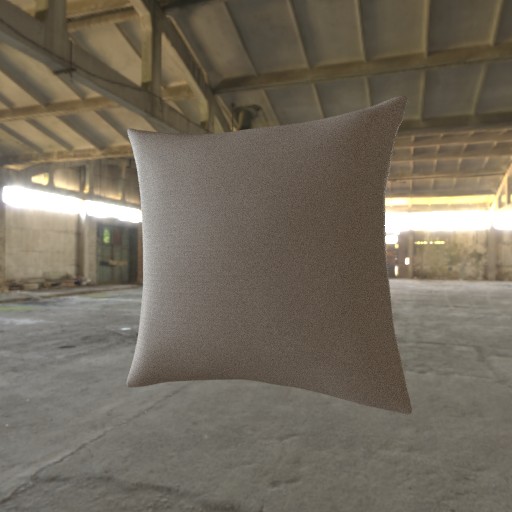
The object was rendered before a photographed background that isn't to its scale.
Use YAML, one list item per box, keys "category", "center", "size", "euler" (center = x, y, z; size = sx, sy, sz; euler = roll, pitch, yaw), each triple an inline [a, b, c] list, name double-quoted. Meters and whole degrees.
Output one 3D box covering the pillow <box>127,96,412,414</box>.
- category: "pillow"
  center: [0.000, 0.000, 0.773]
  size: [0.512, 0.497, 0.204]
  euler: [0, -1, 18]
